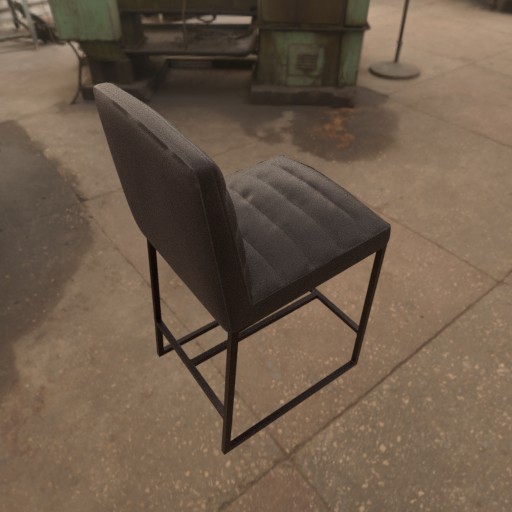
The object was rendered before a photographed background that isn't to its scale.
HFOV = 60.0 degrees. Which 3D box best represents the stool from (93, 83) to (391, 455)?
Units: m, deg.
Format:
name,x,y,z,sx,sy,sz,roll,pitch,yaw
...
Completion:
name,x,y,z,sx,sy,sz,roll,pitch,yaw
stool,0.000,0.000,1.222,0.562,0.946,0.463,-25,47,-26
